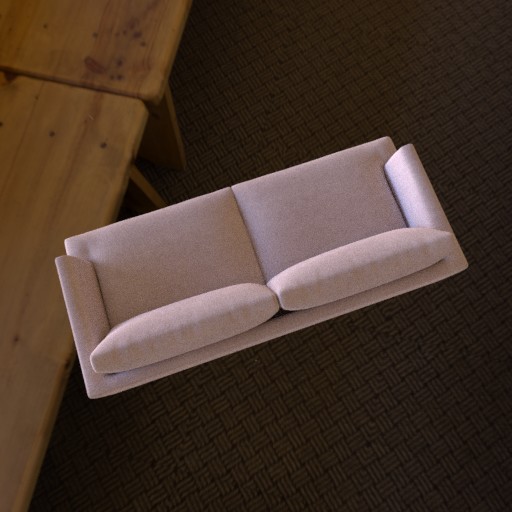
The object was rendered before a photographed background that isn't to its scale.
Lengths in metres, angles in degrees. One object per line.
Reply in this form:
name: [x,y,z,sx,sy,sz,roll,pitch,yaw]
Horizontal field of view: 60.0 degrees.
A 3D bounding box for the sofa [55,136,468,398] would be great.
sofa: [0.000,0.000,2.767,2.250,0.868,1.020,-18,77,-4]
